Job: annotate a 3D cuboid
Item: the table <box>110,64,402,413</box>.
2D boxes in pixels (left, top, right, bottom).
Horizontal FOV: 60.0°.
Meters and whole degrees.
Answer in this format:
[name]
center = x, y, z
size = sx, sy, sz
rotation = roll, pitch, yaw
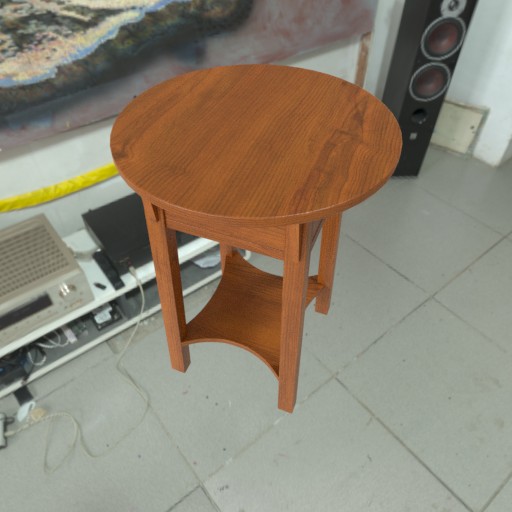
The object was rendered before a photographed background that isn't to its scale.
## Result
[table]
center = 0.000, 0.000, 0.928
size = 0.457, 0.610, 0.457
rotation = 0, 46, 0
